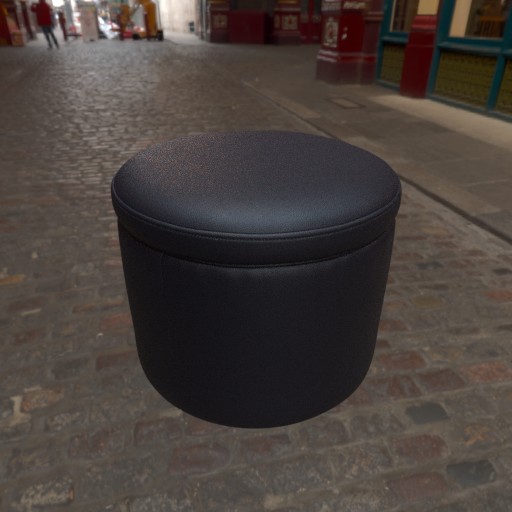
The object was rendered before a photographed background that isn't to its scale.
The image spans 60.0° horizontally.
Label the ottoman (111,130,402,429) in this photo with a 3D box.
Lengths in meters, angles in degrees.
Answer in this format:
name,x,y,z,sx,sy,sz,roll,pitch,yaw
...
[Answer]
name,x,y,z,sx,sy,sz,roll,pitch,yaw
ottoman,0.000,0.000,0.870,0.501,0.409,0.501,0,30,0
